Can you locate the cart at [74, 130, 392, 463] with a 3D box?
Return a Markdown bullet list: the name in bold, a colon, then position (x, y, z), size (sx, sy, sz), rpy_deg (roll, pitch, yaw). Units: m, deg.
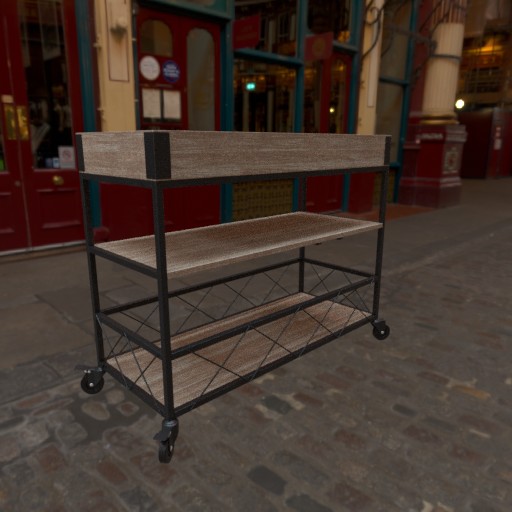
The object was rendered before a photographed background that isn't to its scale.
- **cart**: position (0.000, 0.000, 1.488), size (1.101, 0.787, 0.500), rpy_deg (-13, 20, -42)
